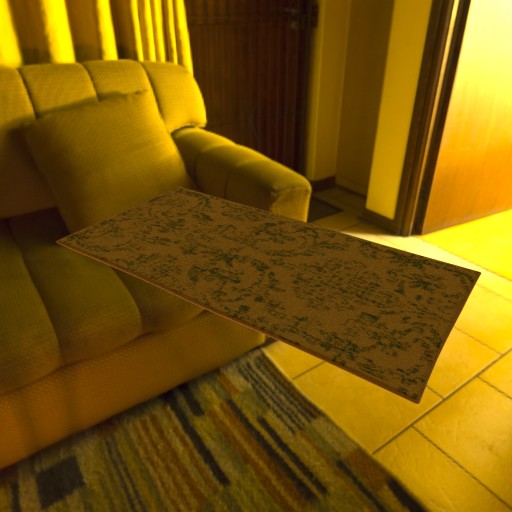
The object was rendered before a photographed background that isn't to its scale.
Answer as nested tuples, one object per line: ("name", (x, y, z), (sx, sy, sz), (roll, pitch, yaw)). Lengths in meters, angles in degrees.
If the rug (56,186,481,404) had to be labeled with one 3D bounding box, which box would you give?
("rug", (0.000, 0.000, 1.405), (1.220, 0.007, 0.605), (19, 36, 29))
